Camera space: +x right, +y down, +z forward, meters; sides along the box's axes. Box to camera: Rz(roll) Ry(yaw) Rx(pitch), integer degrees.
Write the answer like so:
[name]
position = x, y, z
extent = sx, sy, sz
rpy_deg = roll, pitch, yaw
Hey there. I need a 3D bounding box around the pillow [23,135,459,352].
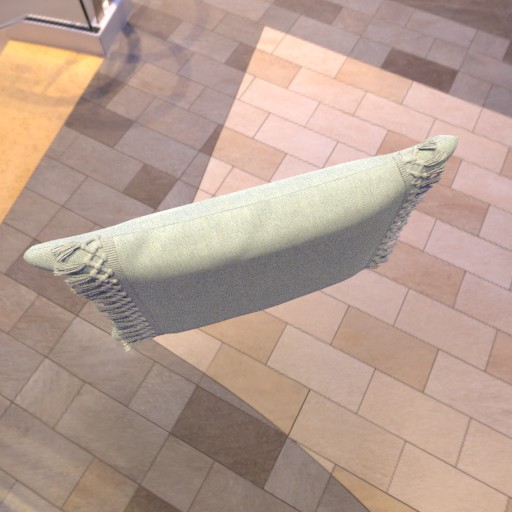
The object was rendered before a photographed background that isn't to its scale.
[pillow]
position = 0.000, 0.000, 0.582
extent = 0.466, 0.305, 0.084
rpy_deg = -16, 65, -8
